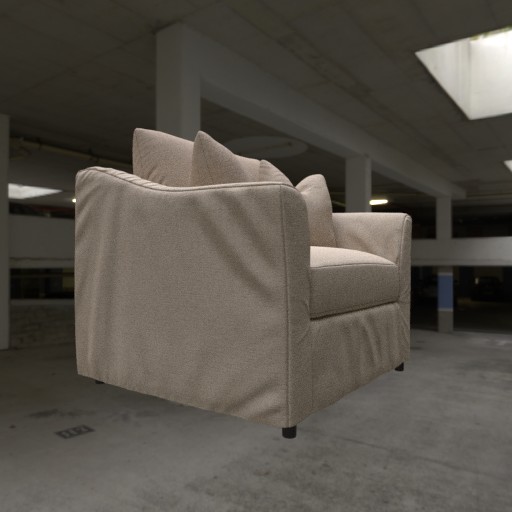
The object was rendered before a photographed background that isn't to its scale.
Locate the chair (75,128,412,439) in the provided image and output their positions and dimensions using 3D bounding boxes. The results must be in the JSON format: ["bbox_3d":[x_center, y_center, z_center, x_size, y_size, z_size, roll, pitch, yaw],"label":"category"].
[{"bbox_3d":[0.000,0.000,2.021,1.071,1.093,1.194,0,-1,36],"label":"chair"}]
